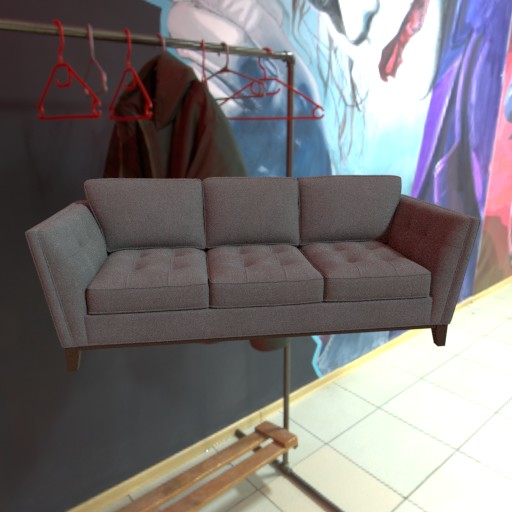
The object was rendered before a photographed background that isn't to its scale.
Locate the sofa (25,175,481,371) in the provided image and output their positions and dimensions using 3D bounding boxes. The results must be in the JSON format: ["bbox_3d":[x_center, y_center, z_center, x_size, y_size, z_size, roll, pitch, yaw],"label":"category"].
[{"bbox_3d":[0.000,0.000,2.832,2.387,0.940,0.965,-2,17,-7],"label":"sofa"}]
